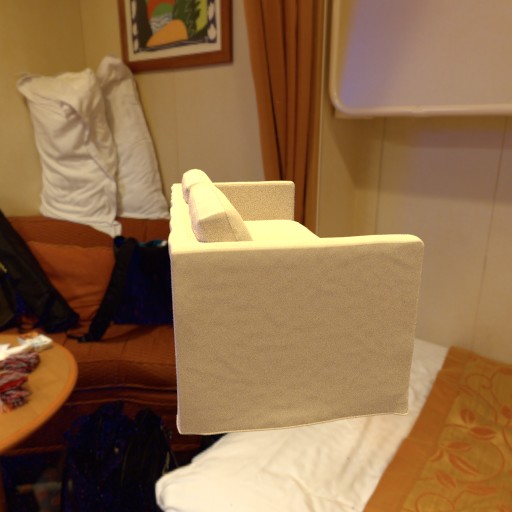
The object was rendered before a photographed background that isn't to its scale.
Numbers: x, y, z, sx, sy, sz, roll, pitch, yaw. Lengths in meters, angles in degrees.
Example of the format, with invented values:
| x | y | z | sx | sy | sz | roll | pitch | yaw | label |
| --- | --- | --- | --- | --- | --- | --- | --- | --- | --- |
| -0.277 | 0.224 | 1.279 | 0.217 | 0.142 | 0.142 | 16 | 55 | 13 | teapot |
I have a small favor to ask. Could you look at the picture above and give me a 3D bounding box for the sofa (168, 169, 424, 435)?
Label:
| x | y | z | sx | sy | sz | roll | pitch | yaw | label |
| --- | --- | --- | --- | --- | --- | --- | --- | --- | --- |
| 0.000 | 0.000 | 2.535 | 0.940 | 0.870 | 1.987 | -3 | 16 | -10 | sofa |
